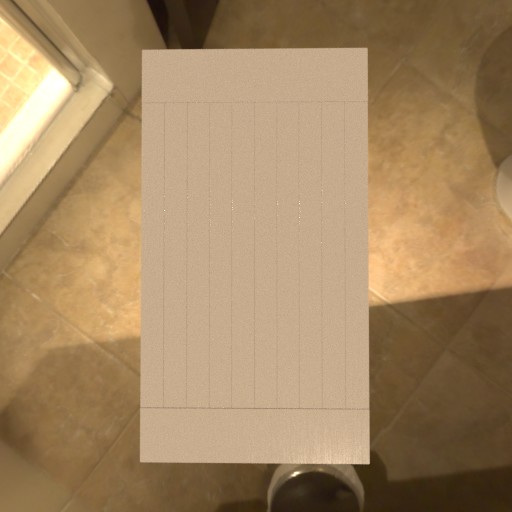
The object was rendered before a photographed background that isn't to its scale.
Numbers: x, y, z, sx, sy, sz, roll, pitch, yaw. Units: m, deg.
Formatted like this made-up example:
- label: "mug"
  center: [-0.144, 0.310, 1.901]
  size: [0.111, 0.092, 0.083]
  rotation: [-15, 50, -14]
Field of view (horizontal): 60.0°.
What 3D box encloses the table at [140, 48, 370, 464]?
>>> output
- label: "table"
  center: [0.000, 0.000, 1.384]
  size: [0.600, 0.495, 1.062]
  rotation: [0, 89, 1]
